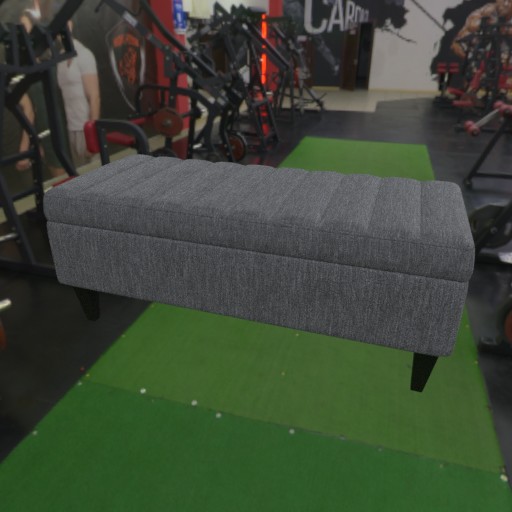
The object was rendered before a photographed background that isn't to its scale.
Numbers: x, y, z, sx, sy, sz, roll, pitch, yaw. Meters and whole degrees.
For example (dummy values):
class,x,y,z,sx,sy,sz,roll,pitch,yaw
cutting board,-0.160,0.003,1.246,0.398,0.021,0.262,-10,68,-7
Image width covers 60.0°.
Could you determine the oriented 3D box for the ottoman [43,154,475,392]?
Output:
class,x,y,z,sx,sy,sz,roll,pitch,yaw
ottoman,0.000,0.000,1.383,1.151,0.469,0.482,9,28,17
